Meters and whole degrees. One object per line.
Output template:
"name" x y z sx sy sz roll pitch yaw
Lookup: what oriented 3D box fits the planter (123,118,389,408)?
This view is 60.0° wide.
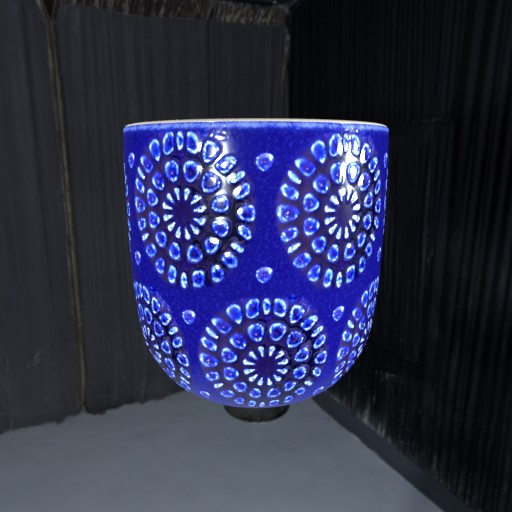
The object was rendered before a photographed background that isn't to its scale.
"planter" 0.000 0.000 0.200 0.109 0.112 0.109 0 13 0
